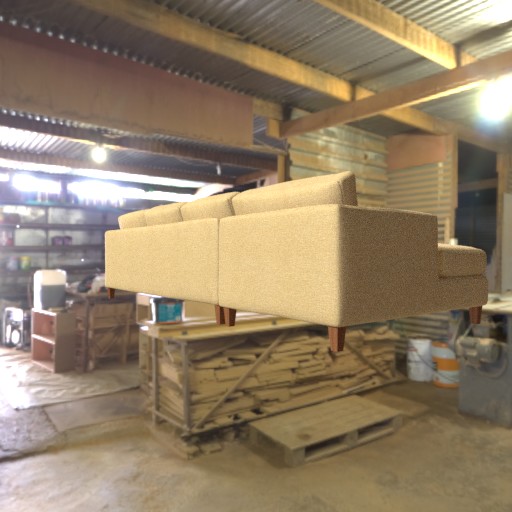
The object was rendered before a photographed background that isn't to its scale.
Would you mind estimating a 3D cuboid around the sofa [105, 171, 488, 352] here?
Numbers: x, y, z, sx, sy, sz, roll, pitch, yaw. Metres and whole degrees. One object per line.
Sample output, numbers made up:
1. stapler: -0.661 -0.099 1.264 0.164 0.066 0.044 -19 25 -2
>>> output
1. sofa: 0.000 0.000 3.712 1.502 0.876 3.201 0 0 -37
